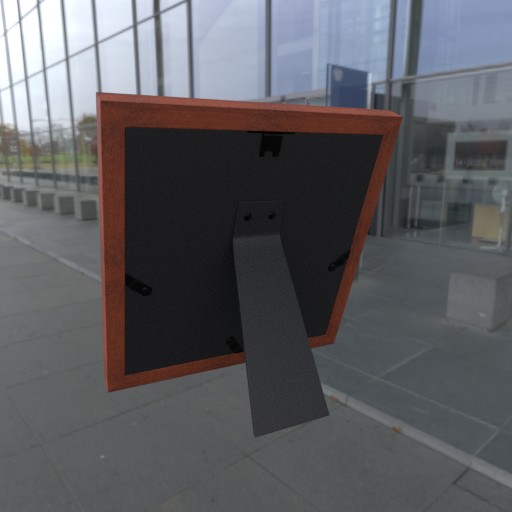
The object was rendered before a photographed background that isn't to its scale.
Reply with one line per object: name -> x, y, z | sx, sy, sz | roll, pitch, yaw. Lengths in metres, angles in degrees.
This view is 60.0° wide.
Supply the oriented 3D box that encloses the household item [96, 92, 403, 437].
household item -> 0.000, 0.000, 0.370 | 0.240, 0.240, 0.131 | -6, 14, -25
